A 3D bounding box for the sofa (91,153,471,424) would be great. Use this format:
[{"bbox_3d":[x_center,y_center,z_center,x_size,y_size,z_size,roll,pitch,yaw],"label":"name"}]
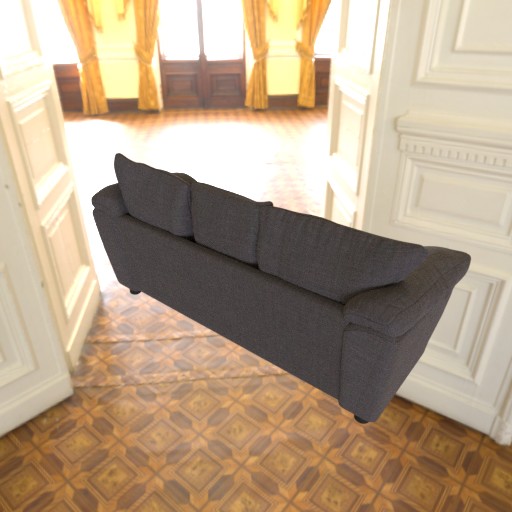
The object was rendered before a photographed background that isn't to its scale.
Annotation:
[{"bbox_3d":[0.000,0.000,2.842,2.336,1.080,0.883,22,36,33],"label":"sofa"}]
